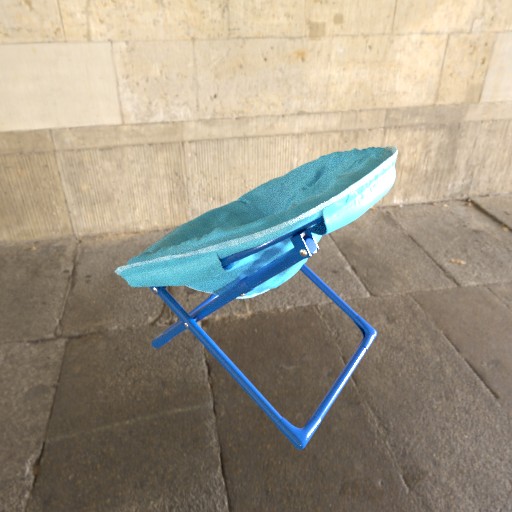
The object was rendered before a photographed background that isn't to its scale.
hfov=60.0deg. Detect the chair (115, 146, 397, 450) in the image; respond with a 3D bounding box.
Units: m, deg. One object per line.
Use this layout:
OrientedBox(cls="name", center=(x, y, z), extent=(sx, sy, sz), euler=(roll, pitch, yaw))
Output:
OrientedBox(cls="chair", center=(0.000, 0.000, 0.879), extent=(0.465, 0.478, 0.520), euler=(19, 36, 28))
